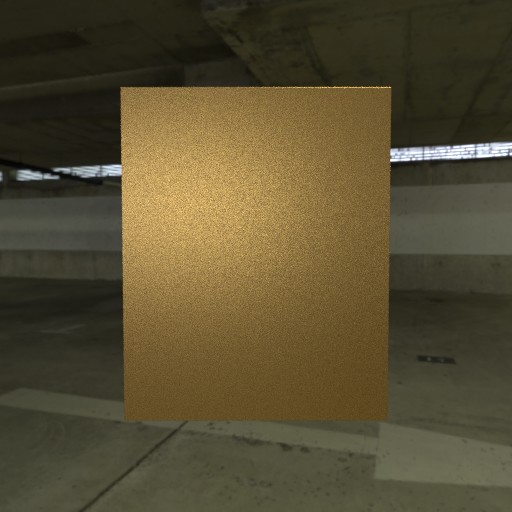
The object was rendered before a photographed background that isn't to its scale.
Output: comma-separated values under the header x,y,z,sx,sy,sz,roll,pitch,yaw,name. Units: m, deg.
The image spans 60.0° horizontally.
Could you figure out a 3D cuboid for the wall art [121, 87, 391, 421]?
x,y,z,sx,sy,sz,roll,pitch,yaw,name
0.000,0.000,1.031,0.610,0.762,0.038,0,2,0,wall art
